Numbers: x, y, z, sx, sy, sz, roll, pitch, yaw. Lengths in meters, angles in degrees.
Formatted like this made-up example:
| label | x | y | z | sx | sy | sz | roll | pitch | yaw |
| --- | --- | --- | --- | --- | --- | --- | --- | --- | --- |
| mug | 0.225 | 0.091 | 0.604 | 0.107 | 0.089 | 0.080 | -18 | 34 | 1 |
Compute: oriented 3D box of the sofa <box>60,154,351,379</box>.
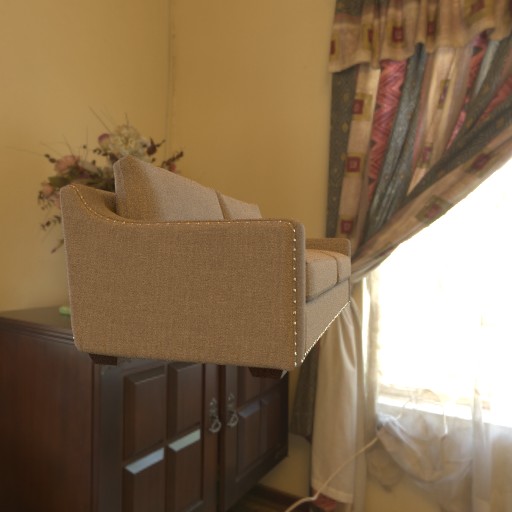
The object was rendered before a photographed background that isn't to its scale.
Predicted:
| label | x | y | z | sx | sy | sz | roll | pitch | yaw |
| --- | --- | --- | --- | --- | --- | --- | --- | --- | --- |
| sofa | 0.000 | 0.000 | 2.685 | 1.000 | 0.857 | 2.208 | 0 | 0 | 17 |
